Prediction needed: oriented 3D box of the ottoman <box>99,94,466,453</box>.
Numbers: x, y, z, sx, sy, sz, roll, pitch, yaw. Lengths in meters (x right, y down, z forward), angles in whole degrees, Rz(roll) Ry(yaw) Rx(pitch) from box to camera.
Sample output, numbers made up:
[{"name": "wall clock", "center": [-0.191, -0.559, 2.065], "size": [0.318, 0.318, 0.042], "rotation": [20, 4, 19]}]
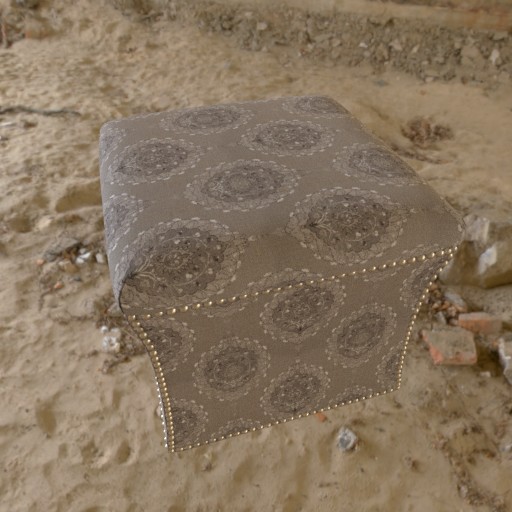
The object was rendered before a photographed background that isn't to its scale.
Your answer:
[{"name": "ottoman", "center": [0.000, 0.000, 0.871], "size": [0.507, 0.473, 0.497], "rotation": [-11, 43, -12]}]
